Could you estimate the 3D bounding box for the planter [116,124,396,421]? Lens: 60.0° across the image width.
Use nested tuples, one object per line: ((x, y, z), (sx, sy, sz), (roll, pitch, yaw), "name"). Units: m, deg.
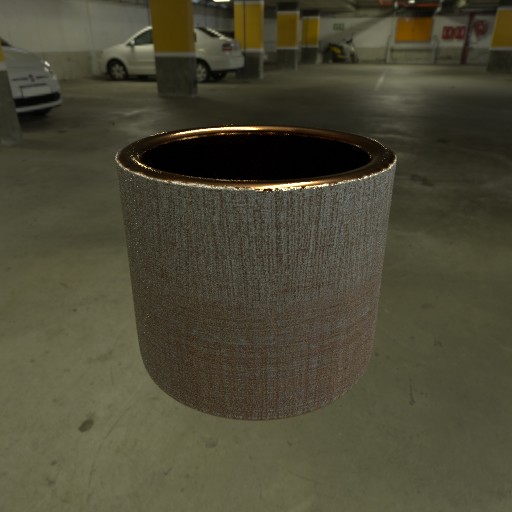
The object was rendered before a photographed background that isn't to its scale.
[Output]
((0.000, 0.000, 0.319), (0.177, 0.157, 0.177), (0, 26, 0), "planter")
